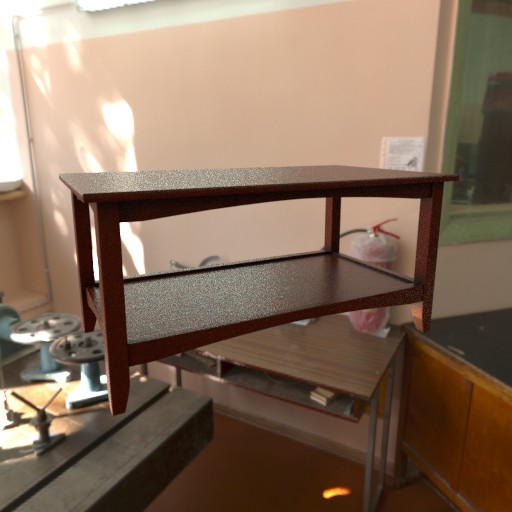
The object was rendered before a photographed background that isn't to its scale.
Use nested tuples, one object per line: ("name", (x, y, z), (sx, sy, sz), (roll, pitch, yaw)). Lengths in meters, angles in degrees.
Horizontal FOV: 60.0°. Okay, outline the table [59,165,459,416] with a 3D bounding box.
("table", (0.000, 0.000, 1.251), (0.943, 0.456, 0.533), (-7, 16, -26))
